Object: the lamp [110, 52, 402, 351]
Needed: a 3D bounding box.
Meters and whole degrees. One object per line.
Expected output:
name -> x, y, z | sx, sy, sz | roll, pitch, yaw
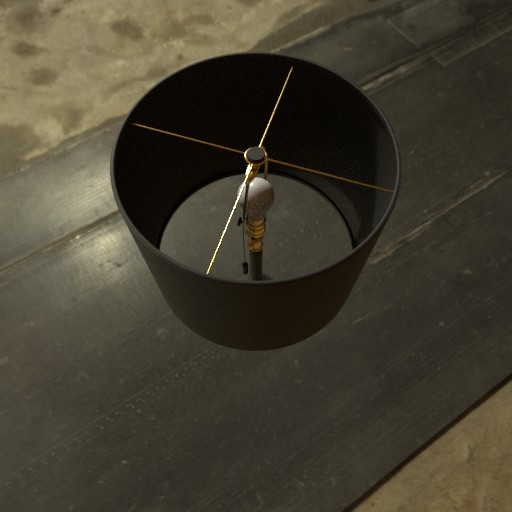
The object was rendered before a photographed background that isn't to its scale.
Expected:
lamp -> 0.000, 0.000, 0.810 | 0.359, 0.584, 0.359 | 16, 65, 8
